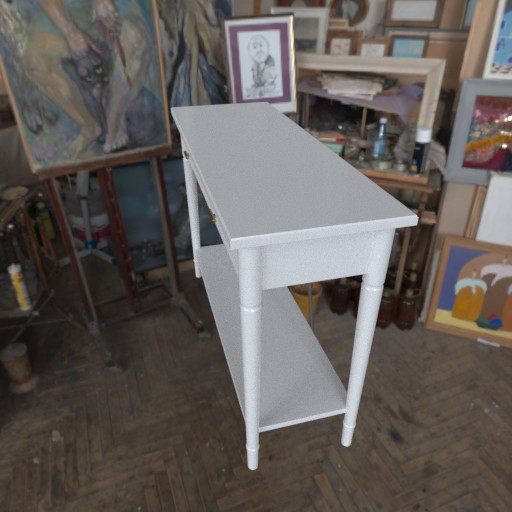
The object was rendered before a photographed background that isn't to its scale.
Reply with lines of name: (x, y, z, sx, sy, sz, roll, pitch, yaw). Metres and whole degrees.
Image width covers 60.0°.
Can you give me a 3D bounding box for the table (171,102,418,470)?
table: (0.000, 0.000, 1.467, 0.381, 0.749, 1.067, -8, 32, -13)
